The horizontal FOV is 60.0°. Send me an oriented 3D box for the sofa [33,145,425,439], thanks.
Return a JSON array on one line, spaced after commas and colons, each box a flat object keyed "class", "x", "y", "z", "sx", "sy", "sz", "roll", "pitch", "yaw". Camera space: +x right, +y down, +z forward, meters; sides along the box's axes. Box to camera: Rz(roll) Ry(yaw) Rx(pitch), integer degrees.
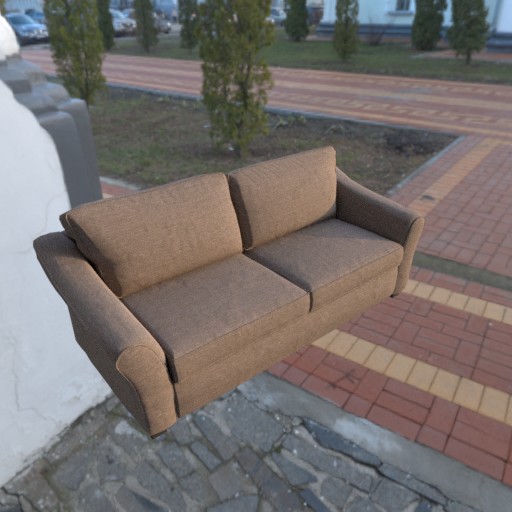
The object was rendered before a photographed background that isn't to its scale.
[{"class": "sofa", "x": 0.000, "y": 0.000, "z": 2.742, "sx": 2.270, "sy": 0.965, "sz": 0.980, "roll": -21, "pitch": 35, "yaw": -34}]
